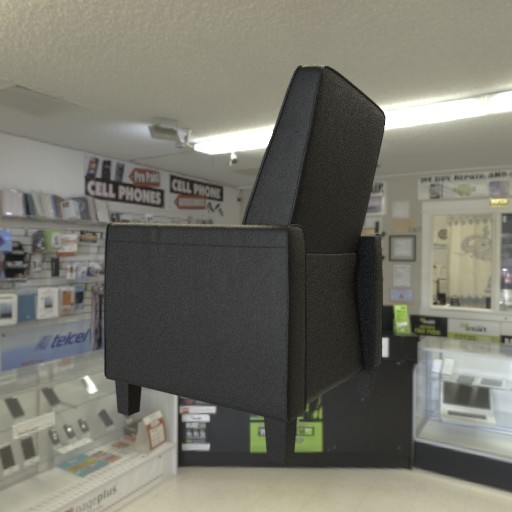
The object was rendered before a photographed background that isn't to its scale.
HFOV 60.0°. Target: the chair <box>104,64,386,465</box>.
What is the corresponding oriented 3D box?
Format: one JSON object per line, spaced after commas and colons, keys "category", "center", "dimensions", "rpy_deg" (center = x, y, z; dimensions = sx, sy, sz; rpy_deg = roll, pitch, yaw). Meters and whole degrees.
{"category": "chair", "center": [0.000, 0.000, 1.516], "dimensions": [0.746, 1.013, 0.705], "rpy_deg": [0, 0, 34]}
